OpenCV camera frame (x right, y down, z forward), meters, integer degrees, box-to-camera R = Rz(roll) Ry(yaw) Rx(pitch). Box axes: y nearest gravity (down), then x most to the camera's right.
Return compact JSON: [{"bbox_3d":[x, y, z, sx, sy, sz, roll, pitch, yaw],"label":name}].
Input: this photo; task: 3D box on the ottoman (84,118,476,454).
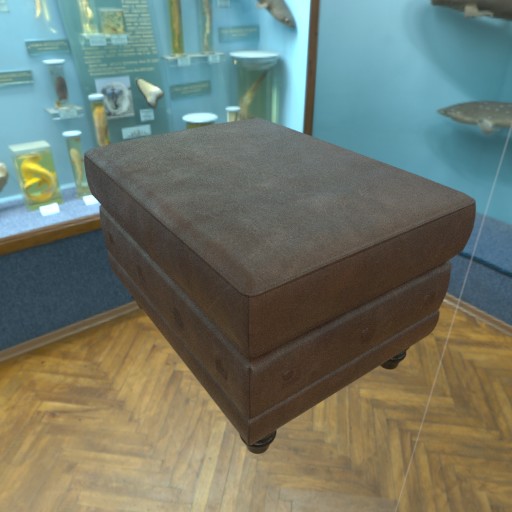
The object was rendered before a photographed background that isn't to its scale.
[{"bbox_3d":[0.000,0.000,1.155,0.588,0.509,0.795,-20,37,-29],"label":"ottoman"}]
